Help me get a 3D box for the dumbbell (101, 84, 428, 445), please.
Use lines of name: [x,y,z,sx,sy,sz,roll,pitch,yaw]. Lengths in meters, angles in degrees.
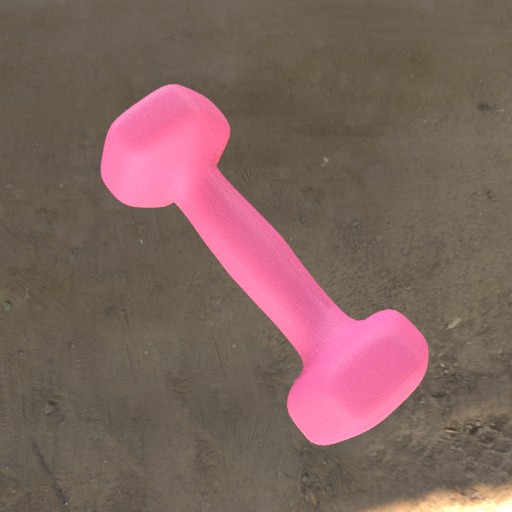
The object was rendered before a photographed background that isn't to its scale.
dumbbell: [0.000,0.000,0.174,0.058,0.053,0.146,-38,79,-9]
